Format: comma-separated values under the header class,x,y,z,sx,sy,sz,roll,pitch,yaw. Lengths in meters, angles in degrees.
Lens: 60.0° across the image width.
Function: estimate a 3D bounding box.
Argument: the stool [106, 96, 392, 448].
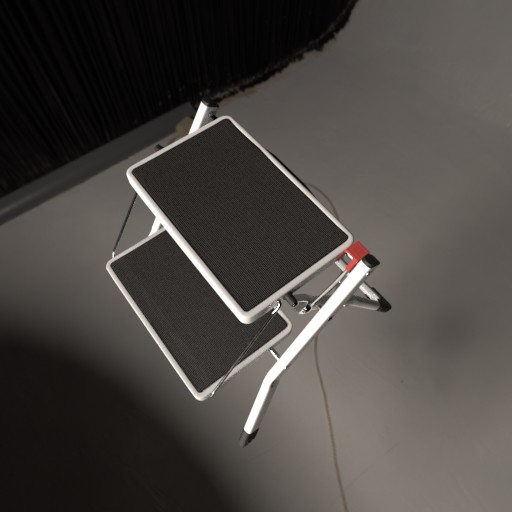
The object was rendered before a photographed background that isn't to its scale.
class,x,y,z,sx,sy,sz,roll,pitch,yaw
stool,0.000,0.000,0.865,0.490,0.445,0.485,-34,67,-17
